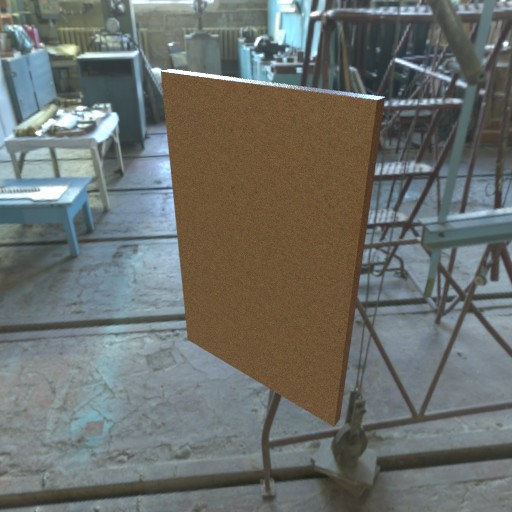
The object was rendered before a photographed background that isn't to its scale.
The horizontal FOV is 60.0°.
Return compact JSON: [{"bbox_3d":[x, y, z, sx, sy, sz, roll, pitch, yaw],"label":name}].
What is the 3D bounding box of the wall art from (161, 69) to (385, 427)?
[{"bbox_3d":[0.000,0.000,1.237,0.610,0.914,0.037,22,37,33],"label":"wall art"}]
